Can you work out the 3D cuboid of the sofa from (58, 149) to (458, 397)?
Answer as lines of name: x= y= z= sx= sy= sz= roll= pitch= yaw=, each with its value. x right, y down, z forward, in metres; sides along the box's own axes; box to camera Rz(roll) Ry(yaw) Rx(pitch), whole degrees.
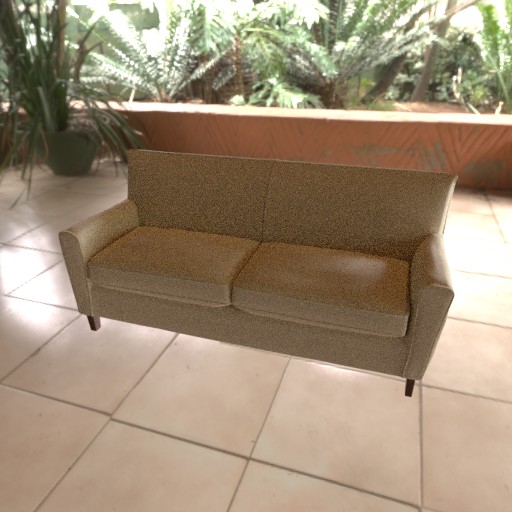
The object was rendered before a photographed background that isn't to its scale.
sofa: x=0.000 y=0.000 z=2.485 sx=2.001 sy=0.907 sz=0.841 roll=8 pitch=27 yaw=16
